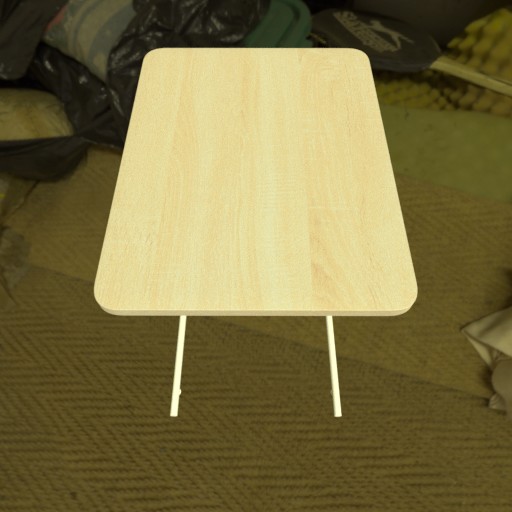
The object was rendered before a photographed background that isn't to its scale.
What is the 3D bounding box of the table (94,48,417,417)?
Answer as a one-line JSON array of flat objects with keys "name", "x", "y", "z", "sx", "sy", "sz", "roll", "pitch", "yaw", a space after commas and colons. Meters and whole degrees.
[{"name": "table", "x": 0.000, "y": 0.000, "z": 0.851, "sx": 0.370, "sy": 0.550, "sz": 0.480, "roll": 0, "pitch": 58, "yaw": 0}]
